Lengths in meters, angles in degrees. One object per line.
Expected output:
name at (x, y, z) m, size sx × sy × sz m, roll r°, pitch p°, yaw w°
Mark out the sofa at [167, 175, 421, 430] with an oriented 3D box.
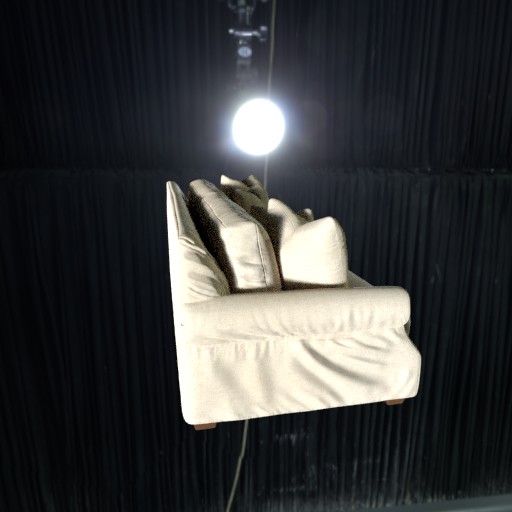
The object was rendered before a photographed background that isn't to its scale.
sofa at (0.000, 0.000, 2.793) m, size 1.067 × 0.904 × 2.285 m, roll -3°, pitch 15°, yaw -12°
